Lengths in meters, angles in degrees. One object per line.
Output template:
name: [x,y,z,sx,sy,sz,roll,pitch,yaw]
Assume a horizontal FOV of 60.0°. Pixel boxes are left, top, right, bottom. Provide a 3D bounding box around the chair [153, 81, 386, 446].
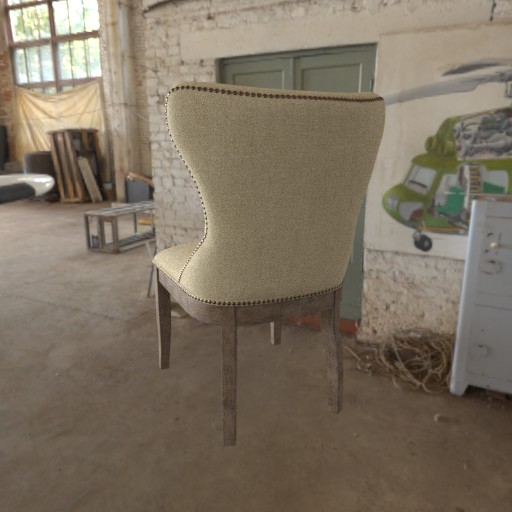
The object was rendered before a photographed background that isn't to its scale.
chair: [0.000,0.000,1.462,0.654,1.002,0.681,-7,16,-25]
